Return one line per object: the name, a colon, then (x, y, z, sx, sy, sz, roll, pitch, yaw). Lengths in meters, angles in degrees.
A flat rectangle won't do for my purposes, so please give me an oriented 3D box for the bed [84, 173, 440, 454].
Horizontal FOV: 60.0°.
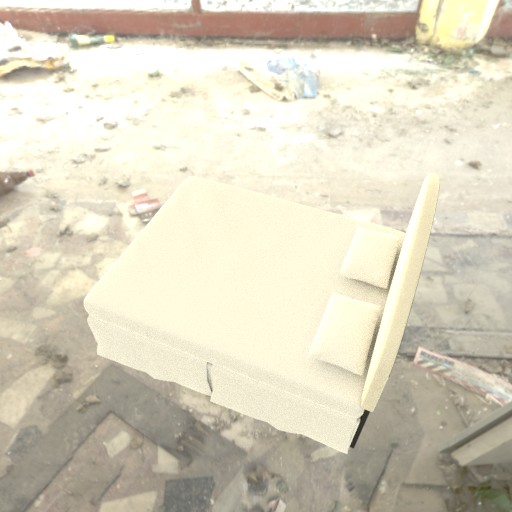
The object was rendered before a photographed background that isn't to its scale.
bed: (0.000, 0.000, 3.070, 2.005, 1.410, 1.607, 17, 49, 15)
